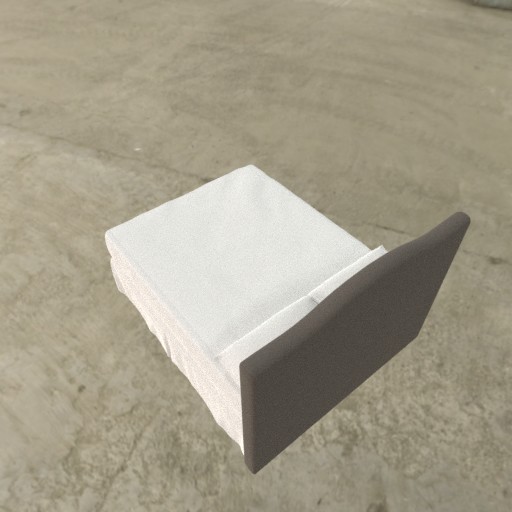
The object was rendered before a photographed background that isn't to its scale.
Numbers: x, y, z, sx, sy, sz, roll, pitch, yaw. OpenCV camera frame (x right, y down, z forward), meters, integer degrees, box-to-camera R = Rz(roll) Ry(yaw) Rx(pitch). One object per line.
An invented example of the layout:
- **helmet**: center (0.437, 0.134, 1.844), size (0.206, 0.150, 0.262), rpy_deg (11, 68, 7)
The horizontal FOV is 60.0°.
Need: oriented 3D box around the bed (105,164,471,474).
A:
- **bed**: center (0.000, 0.000, 3.223), size (1.666, 1.387, 2.036), rpy_deg (-30, 53, -26)
